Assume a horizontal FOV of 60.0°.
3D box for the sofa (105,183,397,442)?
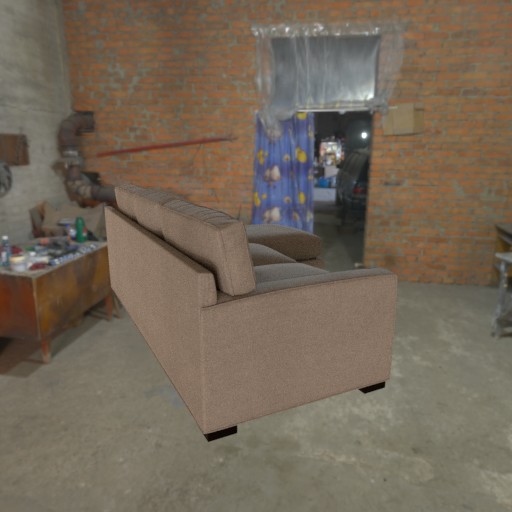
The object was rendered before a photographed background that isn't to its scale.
[{"bbox_3d":[0.000,0.000,2.798,1.496,0.861,2.087,-7,15,-26],"label":"sofa"}]
